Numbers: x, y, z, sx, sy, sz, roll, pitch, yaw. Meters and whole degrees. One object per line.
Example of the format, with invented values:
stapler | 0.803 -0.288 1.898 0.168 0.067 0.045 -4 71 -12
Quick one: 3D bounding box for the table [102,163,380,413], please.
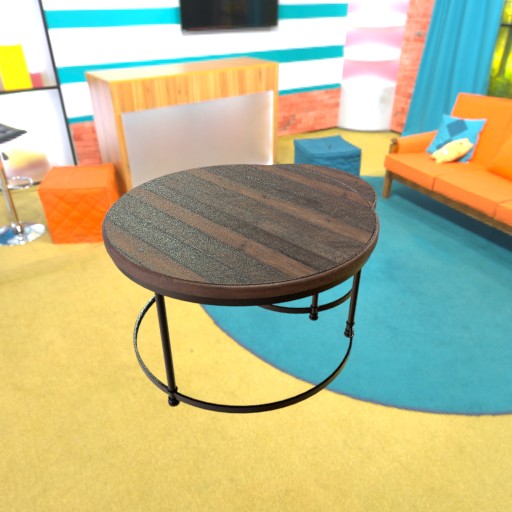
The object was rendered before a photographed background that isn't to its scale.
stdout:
table | 0.000 0.000 1.679 0.870 0.516 1.152 10 33 16
